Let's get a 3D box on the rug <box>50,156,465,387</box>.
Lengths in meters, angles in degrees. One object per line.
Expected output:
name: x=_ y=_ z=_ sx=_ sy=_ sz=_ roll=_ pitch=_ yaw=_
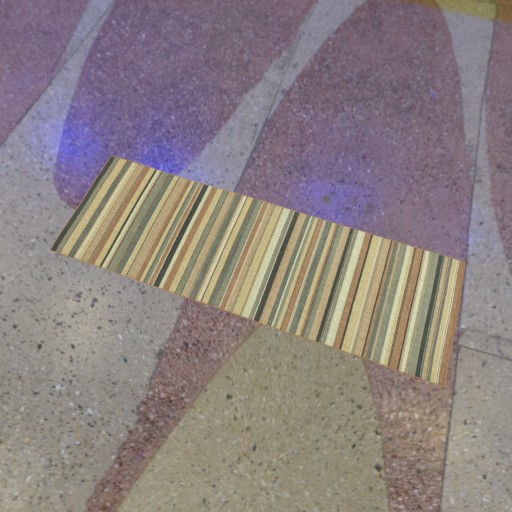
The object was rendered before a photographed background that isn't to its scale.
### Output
rug: x=0.000 y=0.000 z=2.732 sx=2.444 sy=0.010 sz=0.799 roll=18 pitch=64 yaw=9
